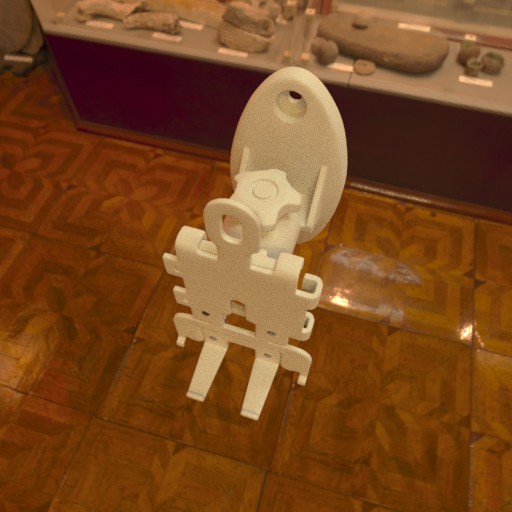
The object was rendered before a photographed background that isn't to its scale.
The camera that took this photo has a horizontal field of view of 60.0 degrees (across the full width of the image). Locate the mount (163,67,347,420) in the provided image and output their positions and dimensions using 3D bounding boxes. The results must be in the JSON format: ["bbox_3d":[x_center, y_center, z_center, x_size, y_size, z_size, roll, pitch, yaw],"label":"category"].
[{"bbox_3d":[0.000,0.000,0.181,0.066,0.118,0.100,15,58,10],"label":"mount"}]
